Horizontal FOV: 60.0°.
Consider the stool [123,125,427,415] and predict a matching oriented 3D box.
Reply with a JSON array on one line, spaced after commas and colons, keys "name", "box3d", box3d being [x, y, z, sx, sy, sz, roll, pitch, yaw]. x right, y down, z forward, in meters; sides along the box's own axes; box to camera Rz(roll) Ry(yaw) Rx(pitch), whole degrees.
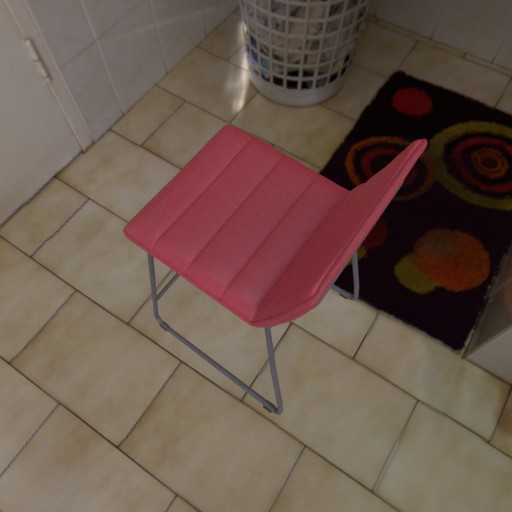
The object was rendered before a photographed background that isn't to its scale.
[{"name": "stool", "box3d": [0.000, 0.000, 1.152, 0.524, 0.866, 0.489, 33, 68, 15]}]
